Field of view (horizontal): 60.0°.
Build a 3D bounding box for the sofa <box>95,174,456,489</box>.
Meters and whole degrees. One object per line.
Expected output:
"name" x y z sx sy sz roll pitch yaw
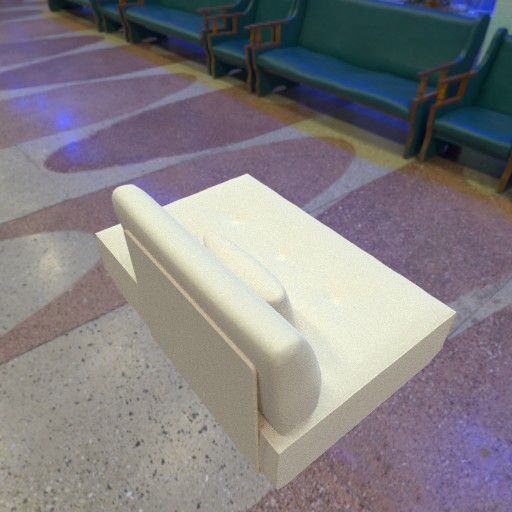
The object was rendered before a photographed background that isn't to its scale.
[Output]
"sofa" 0.000 0.000 1.987 1.000 0.820 1.450 -27 47 -28
